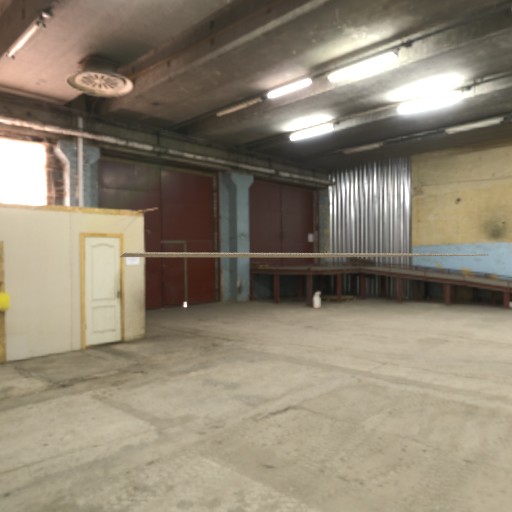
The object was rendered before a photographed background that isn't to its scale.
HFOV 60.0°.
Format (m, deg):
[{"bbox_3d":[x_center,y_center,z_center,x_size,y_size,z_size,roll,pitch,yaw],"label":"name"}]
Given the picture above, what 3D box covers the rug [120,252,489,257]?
[{"bbox_3d":[0.000,0.000,3.939,2.313,0.009,2.939,0,0,-17],"label":"rug"}]
